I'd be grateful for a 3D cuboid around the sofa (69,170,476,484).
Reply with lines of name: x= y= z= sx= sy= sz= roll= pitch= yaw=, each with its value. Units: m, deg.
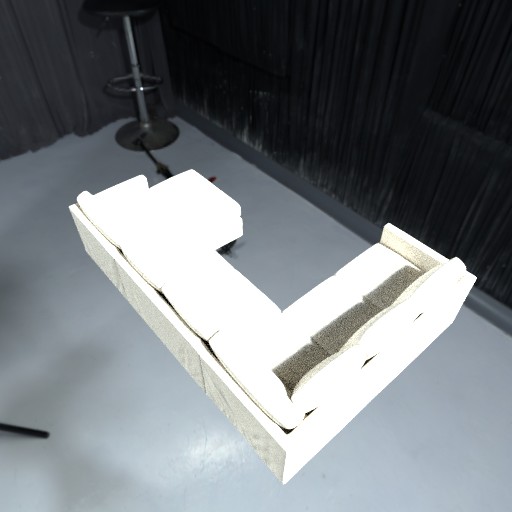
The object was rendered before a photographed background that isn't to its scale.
sofa: x=0.000 y=0.000 z=4.625 sx=2.427 sy=0.882 sz=3.460 roll=-32 pitch=54 yaw=-27
